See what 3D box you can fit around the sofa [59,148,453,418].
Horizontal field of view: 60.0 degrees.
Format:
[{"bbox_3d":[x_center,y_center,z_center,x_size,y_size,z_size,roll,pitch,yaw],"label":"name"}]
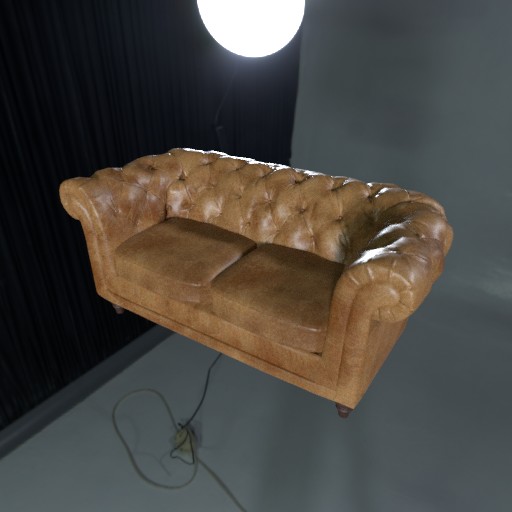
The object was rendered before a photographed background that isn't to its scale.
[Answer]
[{"bbox_3d":[0.000,0.000,2.507,1.979,0.877,1.042,17,33,29],"label":"sofa"}]
